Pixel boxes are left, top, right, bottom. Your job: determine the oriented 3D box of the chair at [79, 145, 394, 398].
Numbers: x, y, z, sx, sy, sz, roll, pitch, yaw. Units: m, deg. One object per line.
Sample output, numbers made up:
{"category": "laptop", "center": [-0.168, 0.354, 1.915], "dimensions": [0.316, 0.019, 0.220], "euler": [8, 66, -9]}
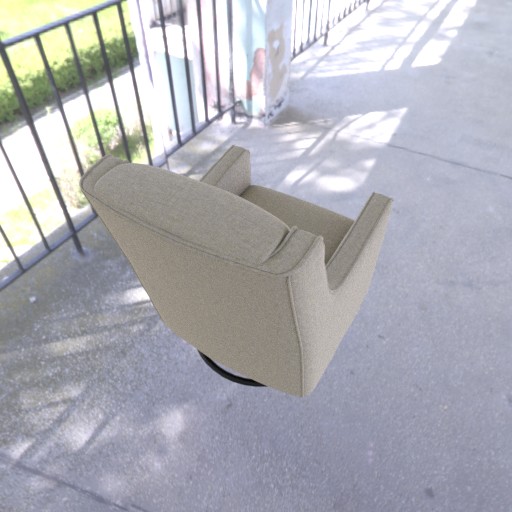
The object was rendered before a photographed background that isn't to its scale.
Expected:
{"category": "chair", "center": [0.000, 0.000, 1.645], "dimensions": [0.732, 0.993, 0.879], "euler": [23, 50, 21]}
